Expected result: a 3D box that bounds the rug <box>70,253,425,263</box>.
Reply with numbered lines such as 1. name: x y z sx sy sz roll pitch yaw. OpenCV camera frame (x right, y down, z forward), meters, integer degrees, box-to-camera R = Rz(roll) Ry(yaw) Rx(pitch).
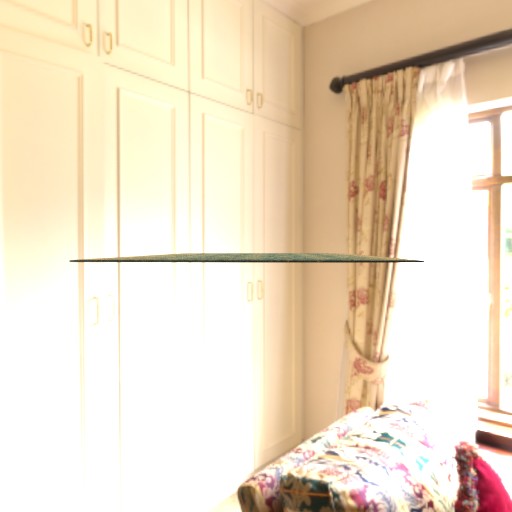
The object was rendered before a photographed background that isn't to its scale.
1. rug: 0.000 0.000 2.245 1.102 0.008 1.795 0 1 2
